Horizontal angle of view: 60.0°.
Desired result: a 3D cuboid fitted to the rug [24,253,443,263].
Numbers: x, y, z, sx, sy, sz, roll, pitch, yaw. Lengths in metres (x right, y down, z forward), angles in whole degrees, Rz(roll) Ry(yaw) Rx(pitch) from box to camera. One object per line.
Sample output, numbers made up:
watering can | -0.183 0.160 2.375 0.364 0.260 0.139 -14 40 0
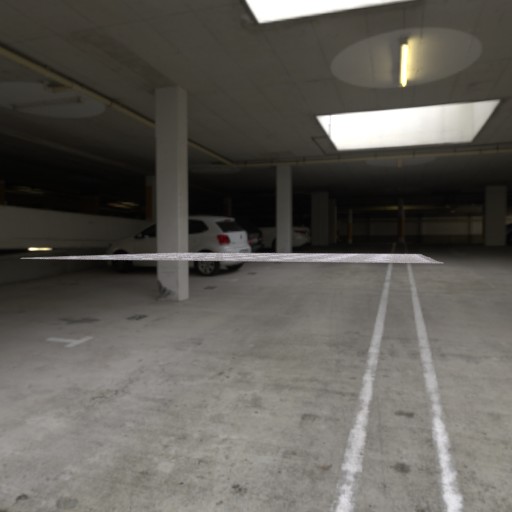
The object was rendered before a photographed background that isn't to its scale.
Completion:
rug | 0.000 0.000 3.957 2.880 0.005 2.391 0 1 18
